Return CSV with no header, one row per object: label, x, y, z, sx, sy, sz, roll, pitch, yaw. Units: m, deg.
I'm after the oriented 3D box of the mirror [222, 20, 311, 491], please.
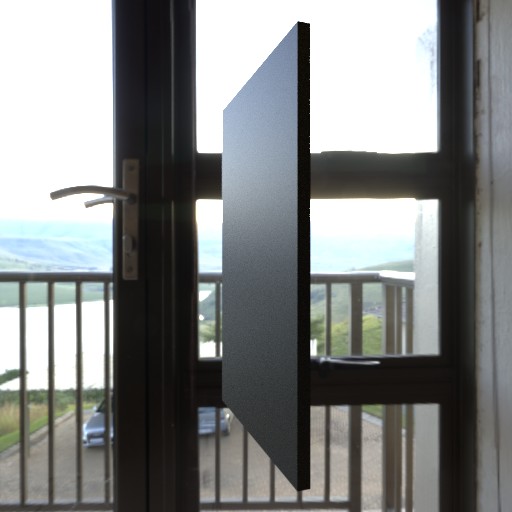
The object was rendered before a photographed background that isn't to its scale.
mirror,0.000,0.000,1.513,0.038,1.219,0.762,0,0,-19
